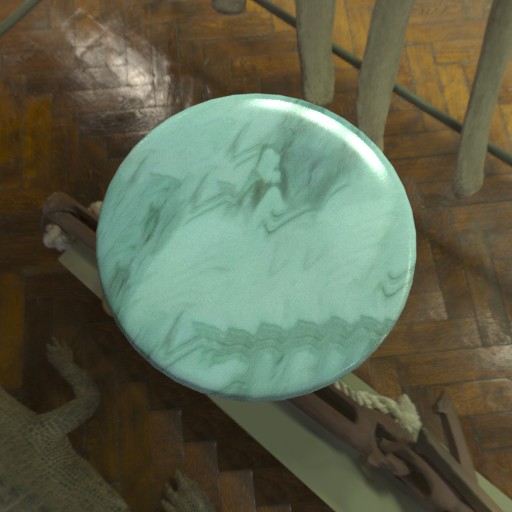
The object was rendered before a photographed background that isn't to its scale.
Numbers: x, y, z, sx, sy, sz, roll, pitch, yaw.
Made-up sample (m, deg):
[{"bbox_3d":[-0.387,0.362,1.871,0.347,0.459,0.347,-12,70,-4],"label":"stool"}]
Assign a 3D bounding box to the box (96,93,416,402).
[{"bbox_3d":[0.000,0.000,0.165,0.101,0.063,0.101,0,75,0],"label":"box"}]
